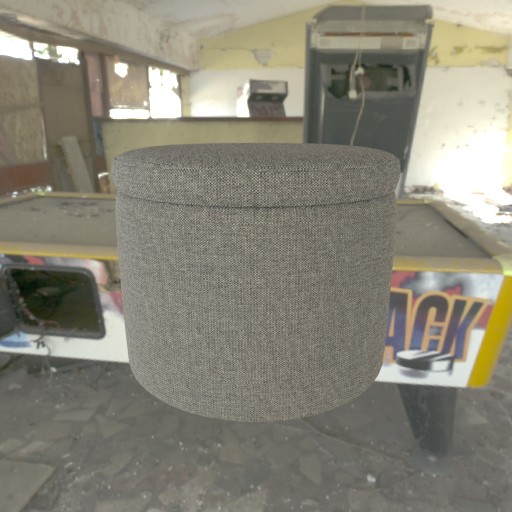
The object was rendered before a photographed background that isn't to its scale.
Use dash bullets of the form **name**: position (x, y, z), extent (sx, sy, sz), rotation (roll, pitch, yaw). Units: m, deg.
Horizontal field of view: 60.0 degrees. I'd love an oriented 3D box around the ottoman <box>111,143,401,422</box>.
- **ottoman**: position (0.000, 0.000, 0.880), extent (0.520, 0.430, 0.520), rotation (0, 16, 0)
